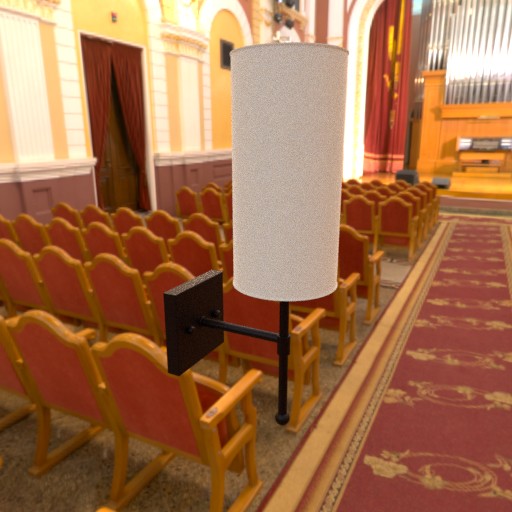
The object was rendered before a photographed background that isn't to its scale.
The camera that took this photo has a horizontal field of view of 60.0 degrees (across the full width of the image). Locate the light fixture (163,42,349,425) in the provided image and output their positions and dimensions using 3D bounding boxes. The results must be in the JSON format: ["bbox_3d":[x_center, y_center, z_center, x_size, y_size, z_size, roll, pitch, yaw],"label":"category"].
[{"bbox_3d":[0.000,0.000,0.557,0.208,0.462,0.128,8,17,26],"label":"light fixture"}]
